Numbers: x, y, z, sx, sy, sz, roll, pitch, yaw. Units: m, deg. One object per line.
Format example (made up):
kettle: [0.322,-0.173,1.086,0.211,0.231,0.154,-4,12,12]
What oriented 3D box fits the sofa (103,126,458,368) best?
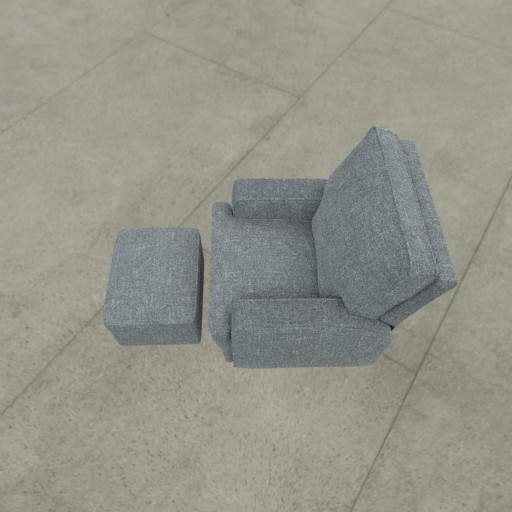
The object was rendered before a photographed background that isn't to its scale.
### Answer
sofa: [0.000,0.000,2.110,1.472,0.959,0.861,-1,58,-1]
